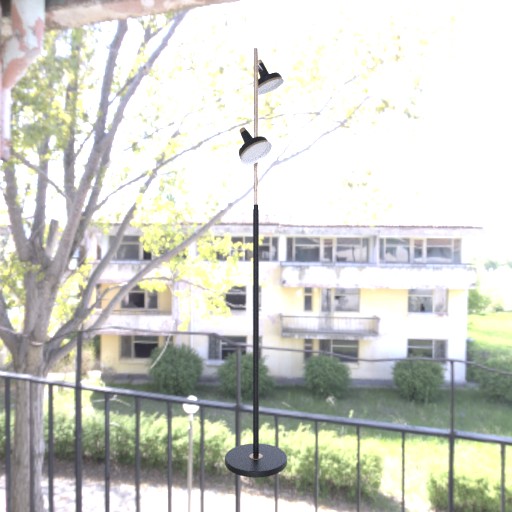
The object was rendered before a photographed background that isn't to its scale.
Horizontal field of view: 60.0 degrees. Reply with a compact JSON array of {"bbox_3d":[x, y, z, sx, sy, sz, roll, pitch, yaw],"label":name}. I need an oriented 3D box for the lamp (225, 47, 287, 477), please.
[{"bbox_3d":[0.000,0.000,1.795,0.253,1.674,0.351,0,0,18],"label":"lamp"}]
